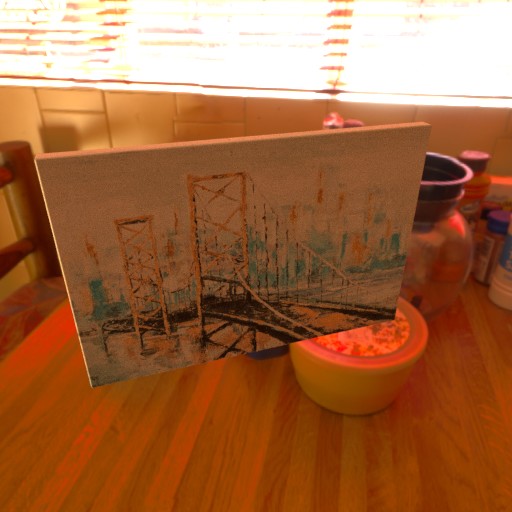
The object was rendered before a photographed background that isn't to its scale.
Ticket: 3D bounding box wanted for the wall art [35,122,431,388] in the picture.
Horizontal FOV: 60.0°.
[{"bbox_3d":[0.000,0.000,1.143,0.913,0.609,0.038,-9,31,-16],"label":"wall art"}]
